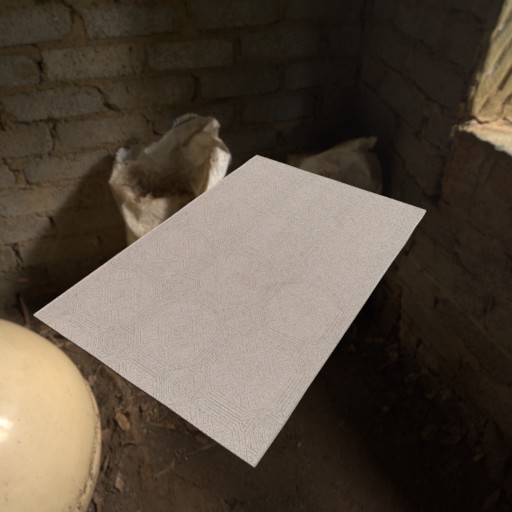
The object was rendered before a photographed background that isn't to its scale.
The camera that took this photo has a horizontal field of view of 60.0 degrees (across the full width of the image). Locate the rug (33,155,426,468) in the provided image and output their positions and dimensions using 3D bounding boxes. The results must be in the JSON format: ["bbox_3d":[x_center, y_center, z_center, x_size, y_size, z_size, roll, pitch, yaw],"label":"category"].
[{"bbox_3d":[0.000,0.000,2.345,1.236,0.009,1.839,24,46,25],"label":"rug"}]
